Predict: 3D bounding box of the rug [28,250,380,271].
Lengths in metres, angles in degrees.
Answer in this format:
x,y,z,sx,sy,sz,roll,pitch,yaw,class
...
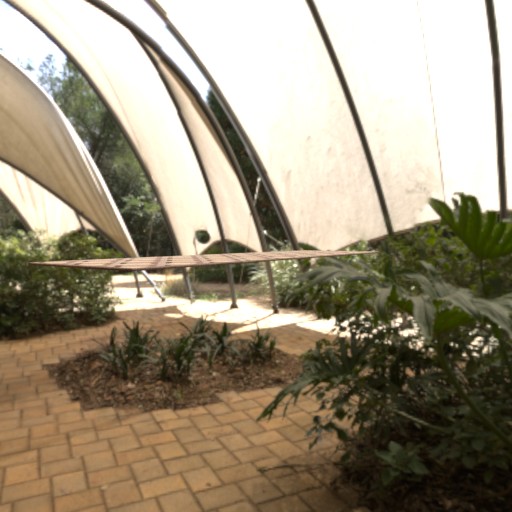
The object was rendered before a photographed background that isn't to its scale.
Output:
x,y,z,sx,sy,sz,roll,pitch,yaw,class
0.000,0.000,2.697,0.685,0.013,2.437,2,3,35,rug
